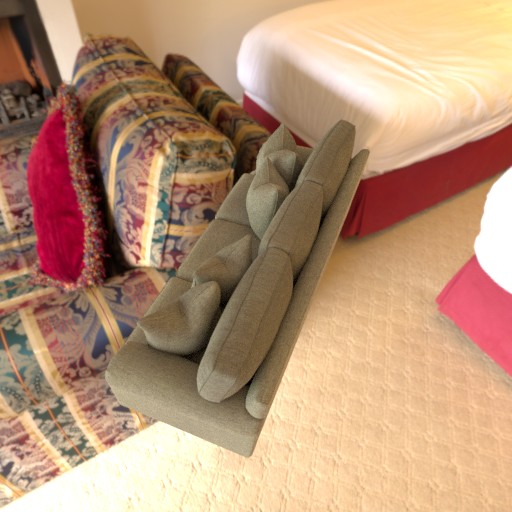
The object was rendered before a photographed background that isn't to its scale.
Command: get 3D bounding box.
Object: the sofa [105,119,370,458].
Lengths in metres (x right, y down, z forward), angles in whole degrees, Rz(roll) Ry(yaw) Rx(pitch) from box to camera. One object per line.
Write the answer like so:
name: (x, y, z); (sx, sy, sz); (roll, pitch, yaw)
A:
sofa: (0.000, 0.000, 2.923); (0.965, 0.975, 2.312); (16, 49, 15)
